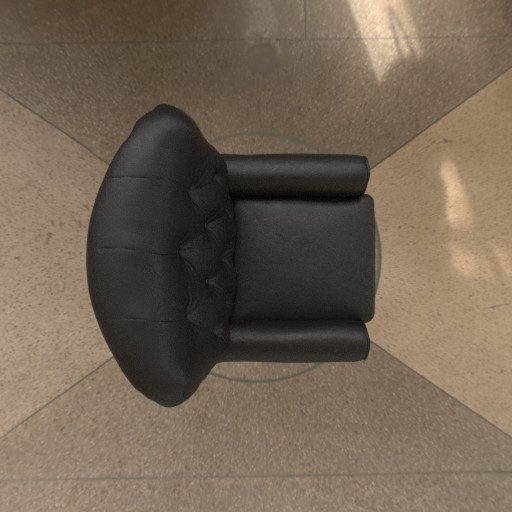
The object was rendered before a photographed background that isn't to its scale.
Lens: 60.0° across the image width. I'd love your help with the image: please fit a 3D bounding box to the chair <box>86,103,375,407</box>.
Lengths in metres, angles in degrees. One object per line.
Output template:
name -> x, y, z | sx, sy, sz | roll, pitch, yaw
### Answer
chair -> 0.000, 0.000, 1.879 | 1.058, 1.158, 0.948 | 0, 90, 0
